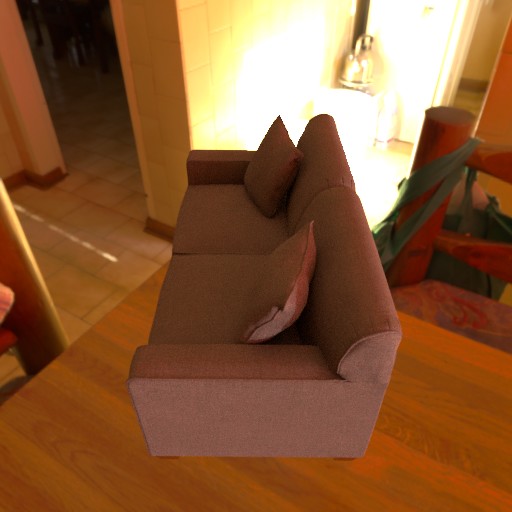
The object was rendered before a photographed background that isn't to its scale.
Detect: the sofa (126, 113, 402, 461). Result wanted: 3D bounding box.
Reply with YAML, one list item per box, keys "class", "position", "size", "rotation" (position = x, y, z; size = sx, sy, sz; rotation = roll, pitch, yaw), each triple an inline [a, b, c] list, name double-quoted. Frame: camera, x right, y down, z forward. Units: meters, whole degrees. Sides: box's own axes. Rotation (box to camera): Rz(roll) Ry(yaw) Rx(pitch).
- class: "sofa"
  position: [0.000, 0.000, 2.392]
  size: [1.000, 0.958, 1.846]
  rotation: [0, 40, 0]
